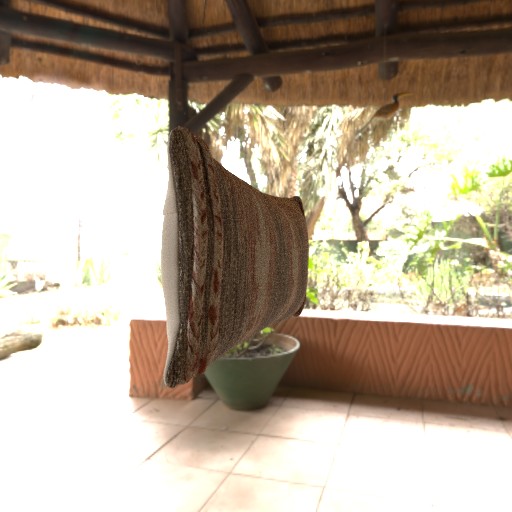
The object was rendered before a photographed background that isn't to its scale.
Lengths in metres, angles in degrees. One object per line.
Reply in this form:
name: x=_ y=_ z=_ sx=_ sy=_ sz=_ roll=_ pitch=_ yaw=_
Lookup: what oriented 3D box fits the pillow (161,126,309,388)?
pillow: x=0.000 y=0.000 z=0.761 sx=0.139 sy=0.282 sz=0.635 roll=0 pitch=0 yaw=18
